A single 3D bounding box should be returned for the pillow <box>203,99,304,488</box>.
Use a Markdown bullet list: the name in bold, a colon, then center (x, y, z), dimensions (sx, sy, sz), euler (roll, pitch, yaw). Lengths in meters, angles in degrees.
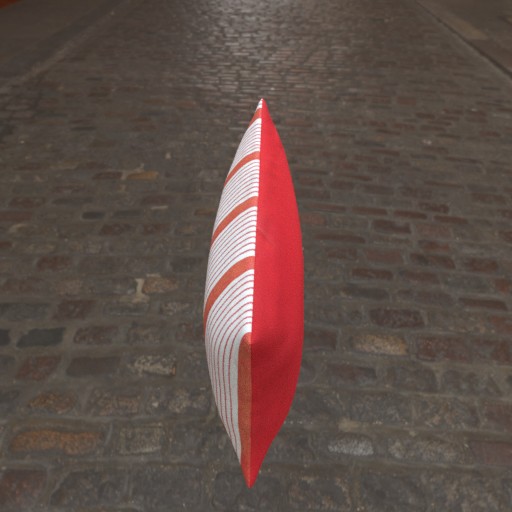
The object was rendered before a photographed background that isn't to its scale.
- **pillow**: center (0.000, 0.000, 0.724), dimensions (0.151, 0.297, 0.608), euler (1, 39, 1)
